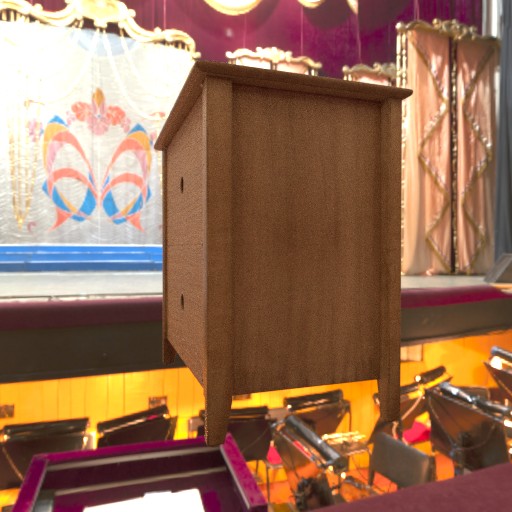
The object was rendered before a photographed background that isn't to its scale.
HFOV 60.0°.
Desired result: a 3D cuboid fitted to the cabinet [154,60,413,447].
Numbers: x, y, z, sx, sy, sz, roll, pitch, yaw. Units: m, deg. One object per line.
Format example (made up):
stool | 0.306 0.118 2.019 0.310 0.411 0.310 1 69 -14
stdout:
cabinet | 0.000 0.000 1.287 0.503 0.762 0.763 0 1 -19
